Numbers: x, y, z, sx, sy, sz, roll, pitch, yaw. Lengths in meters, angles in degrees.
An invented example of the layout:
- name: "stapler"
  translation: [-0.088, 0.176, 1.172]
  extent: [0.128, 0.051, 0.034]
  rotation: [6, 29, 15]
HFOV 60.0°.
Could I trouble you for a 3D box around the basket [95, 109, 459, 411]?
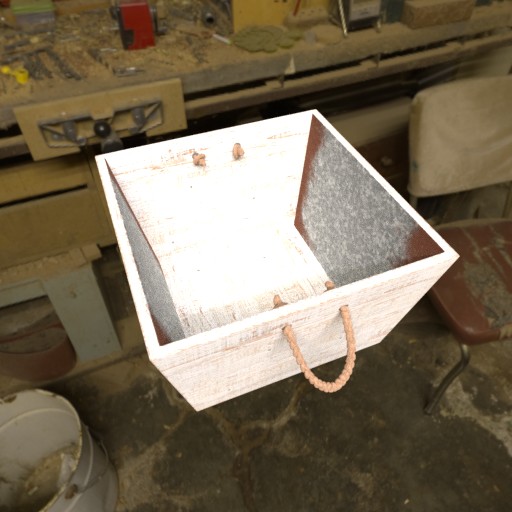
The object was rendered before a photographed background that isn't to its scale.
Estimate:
- name: "basket"
  translation: [0.000, 0.000, 0.751]
  extent: [0.413, 0.247, 0.545]
  rotation: [-16, 49, -15]
